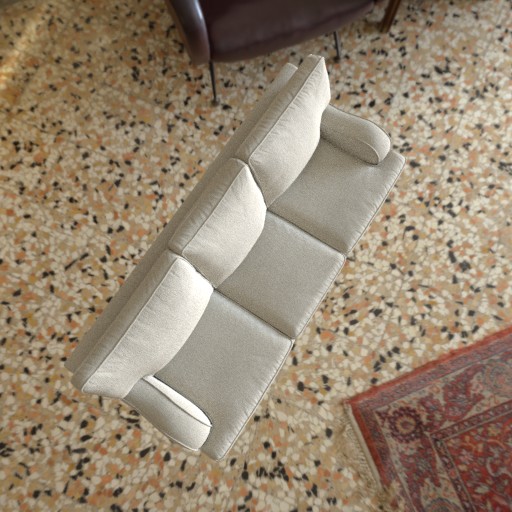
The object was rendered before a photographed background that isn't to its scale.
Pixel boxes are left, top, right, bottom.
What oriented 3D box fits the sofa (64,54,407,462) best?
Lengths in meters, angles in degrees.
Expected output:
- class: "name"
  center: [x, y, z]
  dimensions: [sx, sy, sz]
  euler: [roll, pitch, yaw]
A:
- class: "sofa"
  center: [0.000, 0.000, 2.820]
  dimensions: [1.016, 0.991, 2.323]
  euler: [32, 78, 8]
